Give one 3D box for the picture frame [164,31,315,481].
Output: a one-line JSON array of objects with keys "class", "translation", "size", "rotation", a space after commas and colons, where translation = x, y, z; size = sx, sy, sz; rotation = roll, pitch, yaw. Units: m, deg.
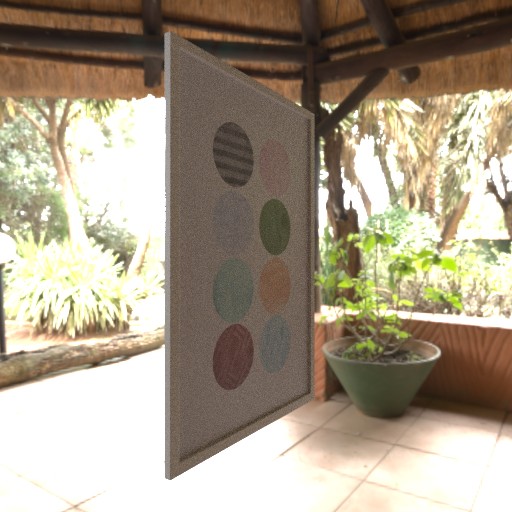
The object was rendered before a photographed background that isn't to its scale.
[{"class": "picture frame", "translation": [0.000, 0.000, 0.839], "size": [0.013, 0.657, 0.457], "rotation": [0, 0, 35]}]
